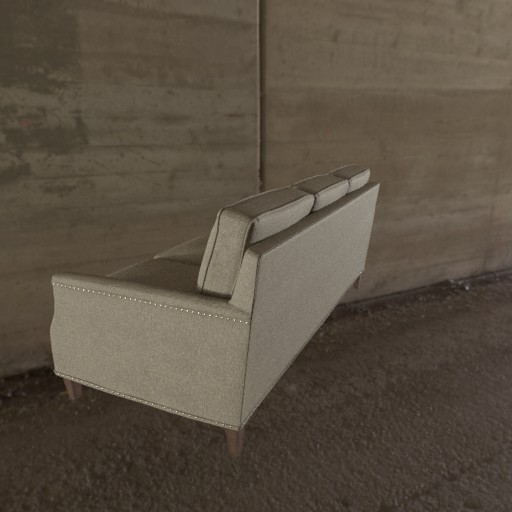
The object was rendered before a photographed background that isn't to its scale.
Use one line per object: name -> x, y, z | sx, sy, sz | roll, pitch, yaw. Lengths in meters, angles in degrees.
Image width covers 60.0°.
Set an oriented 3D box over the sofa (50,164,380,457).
sofa -> 0.000, 0.000, 2.740 | 1.084, 1.003, 2.246 | 8, 18, 24
